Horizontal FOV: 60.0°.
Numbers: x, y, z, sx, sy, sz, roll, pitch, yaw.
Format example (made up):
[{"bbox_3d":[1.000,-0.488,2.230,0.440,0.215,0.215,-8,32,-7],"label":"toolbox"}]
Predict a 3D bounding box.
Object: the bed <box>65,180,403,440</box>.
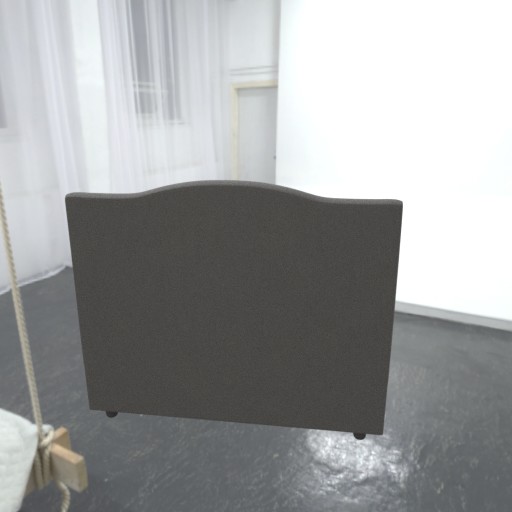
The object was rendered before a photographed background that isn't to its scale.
[{"bbox_3d":[0.000,0.000,3.429,1.821,1.436,2.282,2,17,7],"label":"bed"}]
